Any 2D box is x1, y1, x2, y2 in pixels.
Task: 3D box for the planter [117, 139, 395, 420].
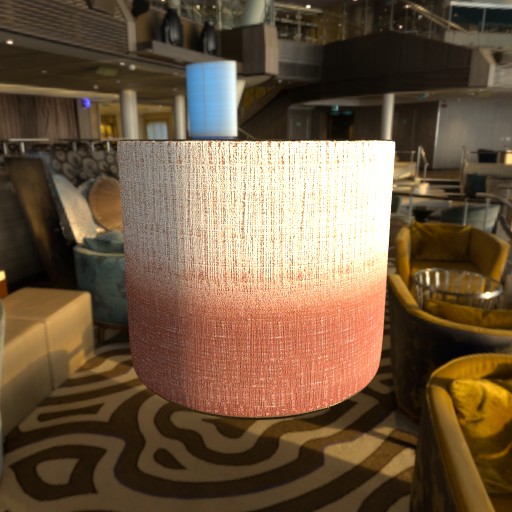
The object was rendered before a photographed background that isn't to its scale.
[{"bbox_3d":[0.000,0.000,0.310,0.178,0.157,0.178,0,15,0],"label":"planter"}]
